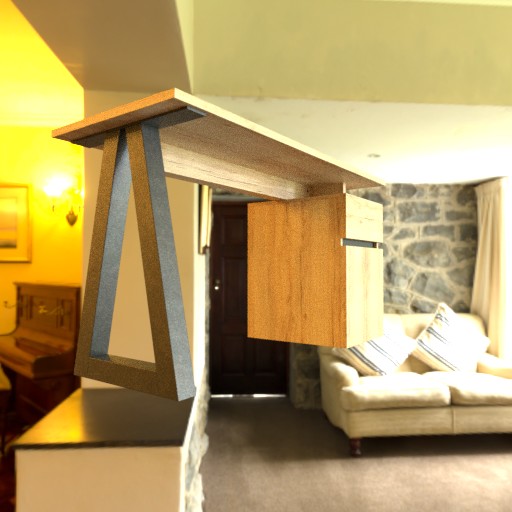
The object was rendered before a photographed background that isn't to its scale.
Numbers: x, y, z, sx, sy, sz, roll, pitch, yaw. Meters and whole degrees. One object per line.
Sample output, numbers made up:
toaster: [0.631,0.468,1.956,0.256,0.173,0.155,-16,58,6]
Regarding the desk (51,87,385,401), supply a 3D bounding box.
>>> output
desk: [0.000,0.000,1.767,0.550,0.760,1.400,-1,-2,36]
